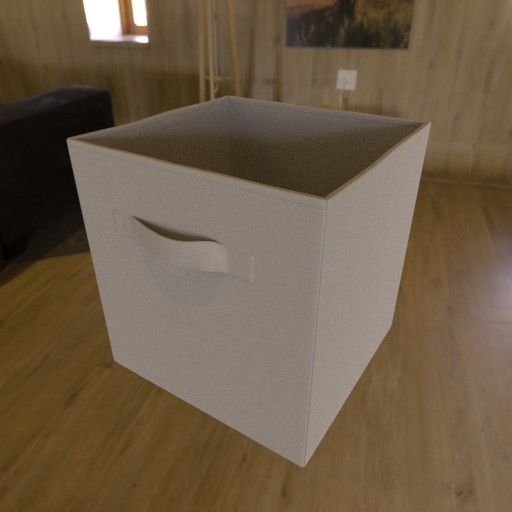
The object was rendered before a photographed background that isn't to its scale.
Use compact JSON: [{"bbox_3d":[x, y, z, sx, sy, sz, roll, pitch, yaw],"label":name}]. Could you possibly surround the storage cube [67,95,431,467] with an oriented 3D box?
[{"bbox_3d":[0.000,0.000,0.500,0.270,0.280,0.270,18,35,28],"label":"storage cube"}]
